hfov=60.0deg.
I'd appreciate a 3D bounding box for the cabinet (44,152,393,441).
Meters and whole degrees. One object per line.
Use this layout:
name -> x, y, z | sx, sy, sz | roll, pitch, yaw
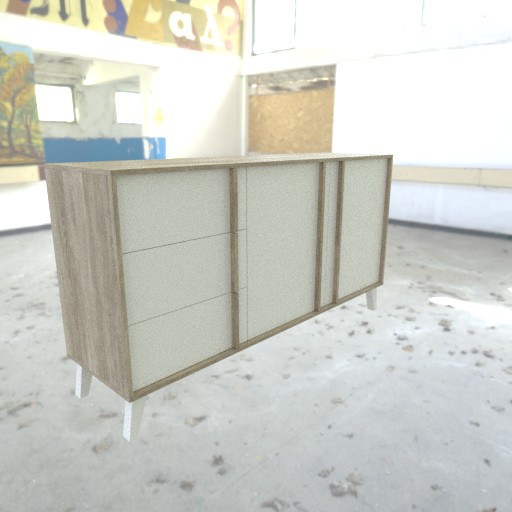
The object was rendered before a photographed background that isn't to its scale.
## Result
cabinet -> 0.000, 0.000, 2.016 | 0.450, 0.870, 1.600 | 14, 20, 42
